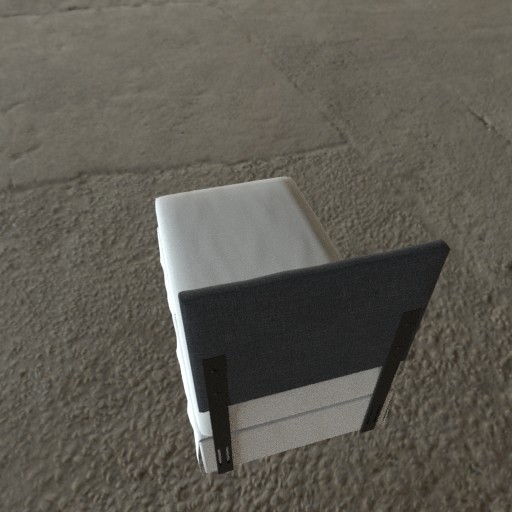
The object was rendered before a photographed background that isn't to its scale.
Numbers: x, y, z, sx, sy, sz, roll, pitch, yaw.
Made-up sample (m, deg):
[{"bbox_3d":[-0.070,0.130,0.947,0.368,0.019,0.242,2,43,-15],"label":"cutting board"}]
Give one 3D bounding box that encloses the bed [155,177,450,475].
[{"bbox_3d":[0.000,0.000,2.940,1.261,1.571,1.997,-11,44,-11],"label":"bed"}]
